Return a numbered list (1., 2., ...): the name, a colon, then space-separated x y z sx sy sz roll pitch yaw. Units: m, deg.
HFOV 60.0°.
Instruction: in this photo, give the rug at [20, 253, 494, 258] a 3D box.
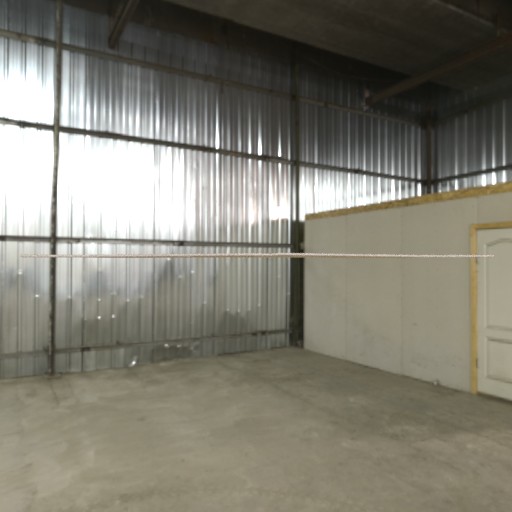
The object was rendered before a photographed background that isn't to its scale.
1. rug: 0.000 0.000 2.245 1.792 0.021 1.154 0 0 -1
